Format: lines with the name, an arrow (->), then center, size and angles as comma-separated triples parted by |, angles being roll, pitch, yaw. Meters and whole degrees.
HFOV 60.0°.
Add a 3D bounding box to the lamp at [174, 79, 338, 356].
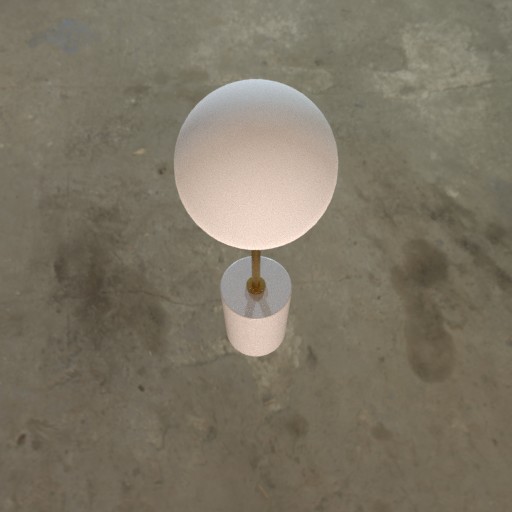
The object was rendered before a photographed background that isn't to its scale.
lamp -> 0.000, 0.000, 0.558 | 0.153, 0.480, 0.153 | 0, 59, 0
